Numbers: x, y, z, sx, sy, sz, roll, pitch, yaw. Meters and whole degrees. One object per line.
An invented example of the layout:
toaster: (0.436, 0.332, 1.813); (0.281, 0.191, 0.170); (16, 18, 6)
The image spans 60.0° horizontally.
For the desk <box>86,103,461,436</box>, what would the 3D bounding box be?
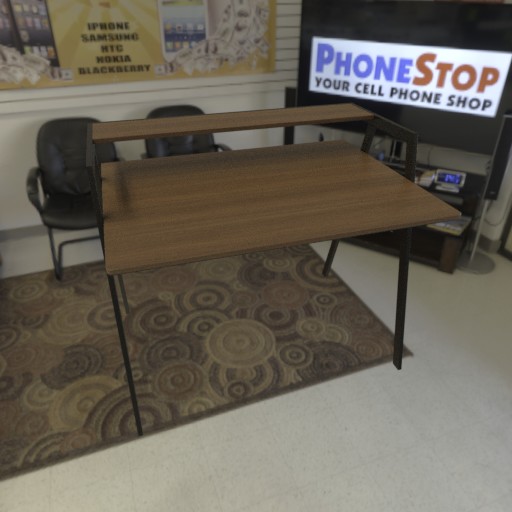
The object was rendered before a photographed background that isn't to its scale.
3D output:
desk: (0.000, 0.000, 1.835); (1.143, 0.998, 0.936); (-9, 33, -15)
